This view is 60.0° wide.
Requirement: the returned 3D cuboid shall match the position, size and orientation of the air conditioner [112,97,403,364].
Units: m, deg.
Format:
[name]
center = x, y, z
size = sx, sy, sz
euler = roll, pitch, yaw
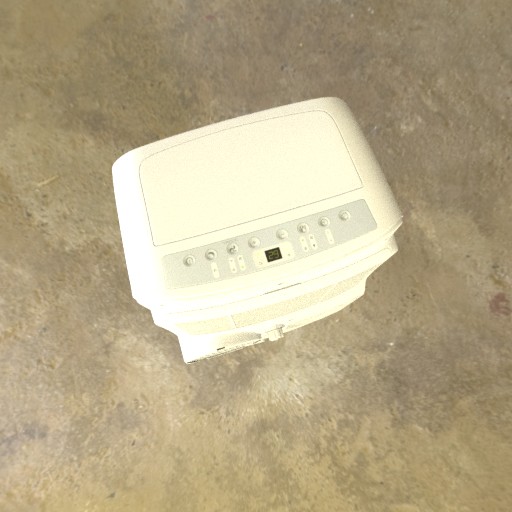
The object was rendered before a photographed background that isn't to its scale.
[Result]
[air conditioner]
center = 0.000, 0.000, 0.967
size = 0.454, 0.700, 0.365
euler = -17, 77, -4
